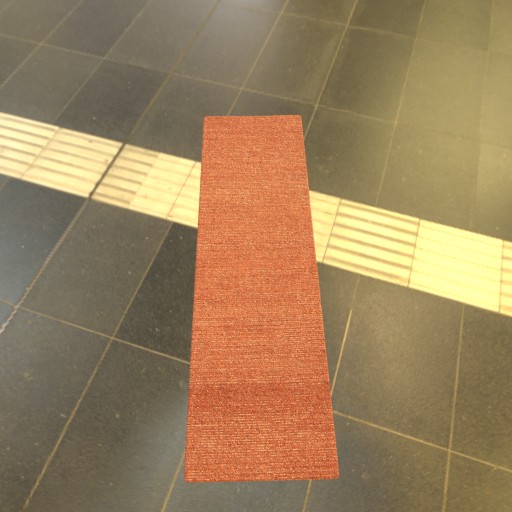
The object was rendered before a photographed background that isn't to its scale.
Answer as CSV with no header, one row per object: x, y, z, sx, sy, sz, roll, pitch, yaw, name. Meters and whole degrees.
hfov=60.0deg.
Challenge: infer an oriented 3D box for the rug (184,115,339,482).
0.000,0.000,2.544,0.687,0.012,2.307,-1,59,-1,rug
